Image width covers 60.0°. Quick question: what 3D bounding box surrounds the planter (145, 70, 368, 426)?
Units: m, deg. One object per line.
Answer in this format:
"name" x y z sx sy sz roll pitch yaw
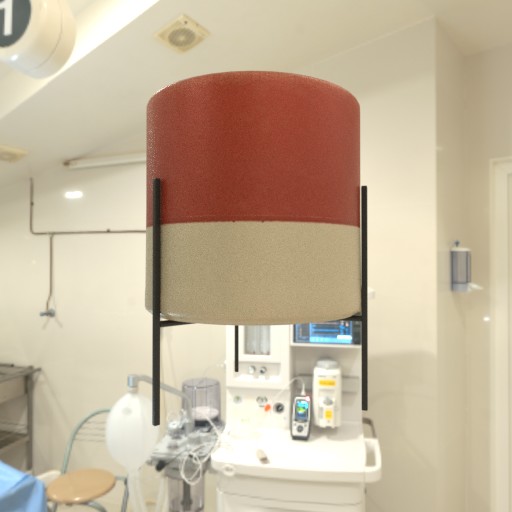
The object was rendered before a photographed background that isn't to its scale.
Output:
"planter" 0.000 0.000 0.724 0.354 0.465 0.345 0 -1 19
